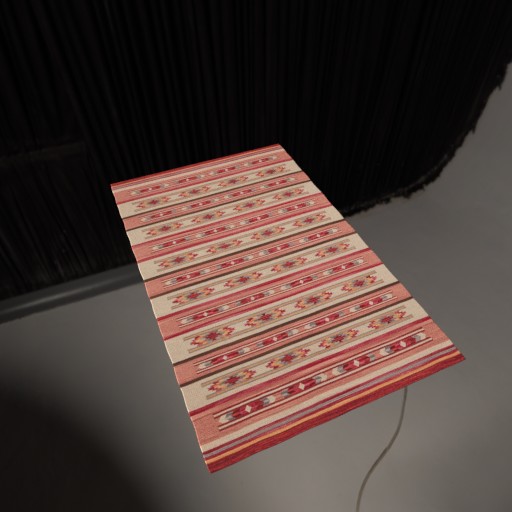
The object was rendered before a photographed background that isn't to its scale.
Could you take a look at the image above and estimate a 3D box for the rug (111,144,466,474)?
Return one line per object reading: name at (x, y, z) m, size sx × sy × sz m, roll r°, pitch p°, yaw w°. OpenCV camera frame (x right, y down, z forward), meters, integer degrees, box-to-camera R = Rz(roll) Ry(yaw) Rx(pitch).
rug at (0.000, 0.000, 3.062) m, size 1.535 × 0.010 × 2.431 m, roll -17°, pitch 49°, yaw -16°
